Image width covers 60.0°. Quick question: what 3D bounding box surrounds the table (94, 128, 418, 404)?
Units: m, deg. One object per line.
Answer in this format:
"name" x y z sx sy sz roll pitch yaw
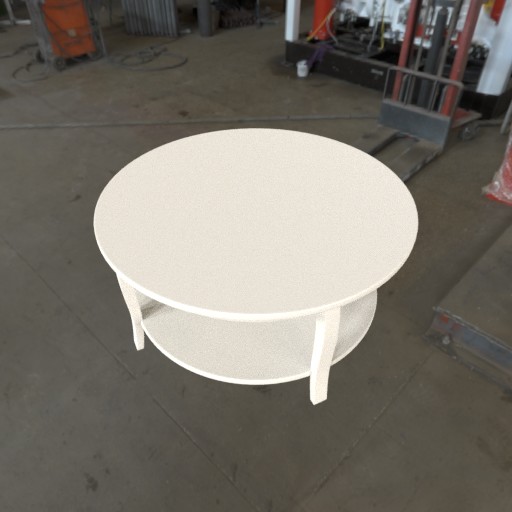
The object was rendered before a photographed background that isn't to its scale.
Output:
"table" 0.000 0.000 1.438 0.910 0.457 0.910 0 41 0
